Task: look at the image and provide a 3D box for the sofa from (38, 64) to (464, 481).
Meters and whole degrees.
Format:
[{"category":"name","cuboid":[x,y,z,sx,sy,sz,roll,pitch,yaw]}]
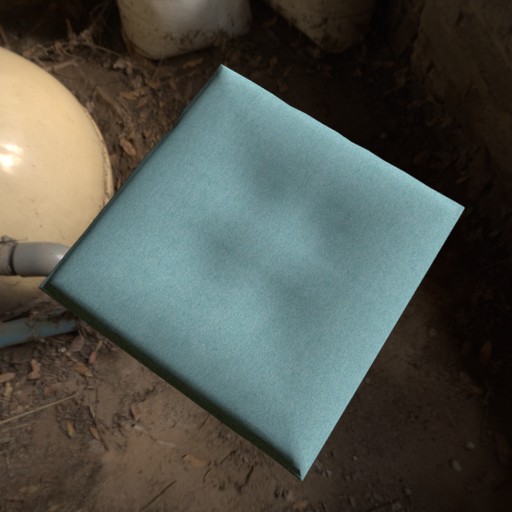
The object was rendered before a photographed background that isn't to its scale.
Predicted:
[{"category":"sofa","cuboid":[0.000,0.000,1.422,0.930,0.330,0.930,33,78,8]}]
